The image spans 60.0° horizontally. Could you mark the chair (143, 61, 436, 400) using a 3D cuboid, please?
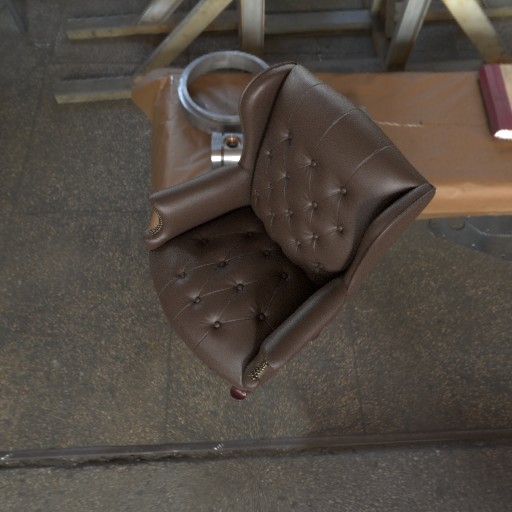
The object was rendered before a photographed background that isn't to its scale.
[{"bbox_3d":[0.000,0.000,1.725,0.819,1.132,0.829,-33,68,-15],"label":"chair"}]
